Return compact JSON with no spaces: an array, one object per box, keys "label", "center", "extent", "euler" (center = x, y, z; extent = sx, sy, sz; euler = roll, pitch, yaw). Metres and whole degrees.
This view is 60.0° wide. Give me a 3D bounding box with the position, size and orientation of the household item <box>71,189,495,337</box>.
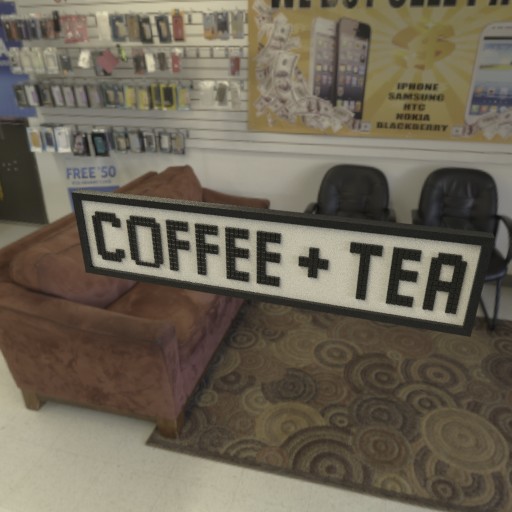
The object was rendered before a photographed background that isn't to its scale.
[{"label":"household item","center":[0.000,0.000,1.076],"extent":[1.001,0.236,0.030],"euler":[8,26,16]}]
